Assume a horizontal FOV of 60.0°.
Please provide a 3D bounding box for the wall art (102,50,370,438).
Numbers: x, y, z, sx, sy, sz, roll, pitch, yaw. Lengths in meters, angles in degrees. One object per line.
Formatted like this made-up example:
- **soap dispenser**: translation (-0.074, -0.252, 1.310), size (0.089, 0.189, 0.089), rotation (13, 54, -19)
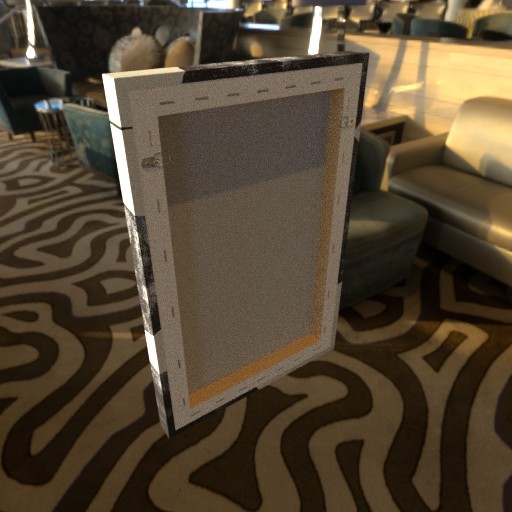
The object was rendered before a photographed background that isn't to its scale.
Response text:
- **wall art**: translation (0.000, 0.000, 0.754), size (0.407, 0.610, 0.039), rotation (-20, 36, -30)
